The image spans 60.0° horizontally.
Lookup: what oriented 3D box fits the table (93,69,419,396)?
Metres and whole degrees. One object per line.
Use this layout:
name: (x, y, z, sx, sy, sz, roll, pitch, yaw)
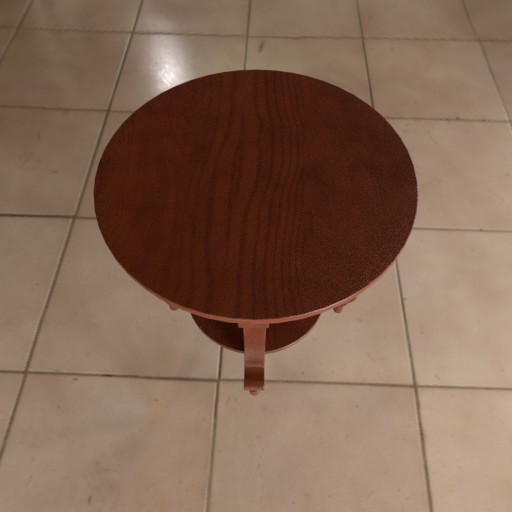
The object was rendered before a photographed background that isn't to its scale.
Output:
table: (0.000, 0.000, 1.087, 0.597, 0.612, 0.597, 0, 59, 0)
